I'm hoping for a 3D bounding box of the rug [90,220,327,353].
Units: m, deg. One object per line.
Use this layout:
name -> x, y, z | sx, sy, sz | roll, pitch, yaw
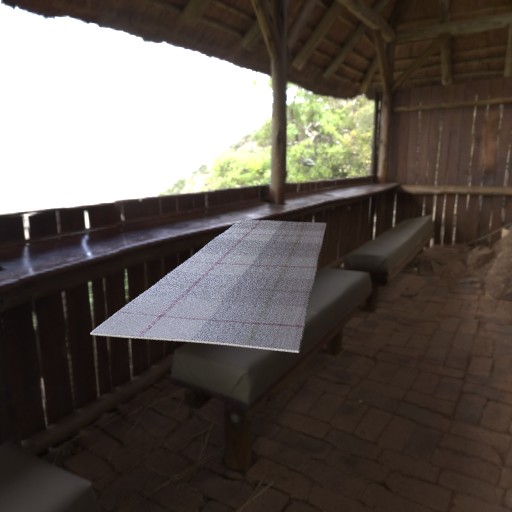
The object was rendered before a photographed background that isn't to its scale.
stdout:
rug -> 0.000, 0.000, 2.704 | 0.762, 0.013, 2.439 | 3, 15, 11
